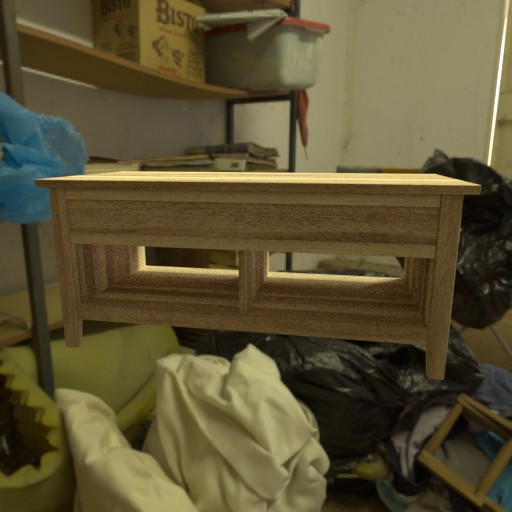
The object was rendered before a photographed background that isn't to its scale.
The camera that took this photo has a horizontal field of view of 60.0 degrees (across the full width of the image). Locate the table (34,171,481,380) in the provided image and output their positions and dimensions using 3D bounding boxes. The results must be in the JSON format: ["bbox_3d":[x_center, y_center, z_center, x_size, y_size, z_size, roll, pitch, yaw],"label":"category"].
[{"bbox_3d":[0.000,0.000,1.358,1.095,0.480,0.493,2,14,10],"label":"table"}]
